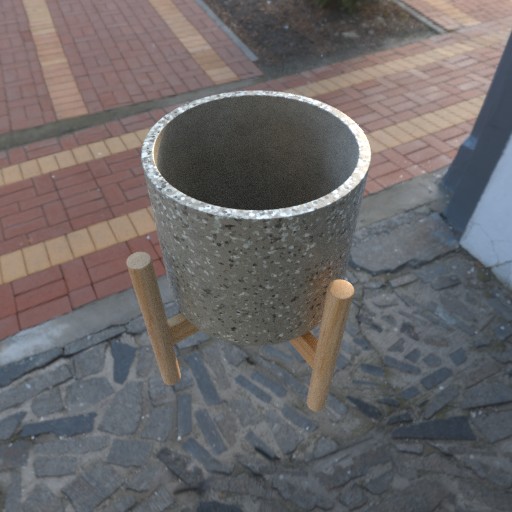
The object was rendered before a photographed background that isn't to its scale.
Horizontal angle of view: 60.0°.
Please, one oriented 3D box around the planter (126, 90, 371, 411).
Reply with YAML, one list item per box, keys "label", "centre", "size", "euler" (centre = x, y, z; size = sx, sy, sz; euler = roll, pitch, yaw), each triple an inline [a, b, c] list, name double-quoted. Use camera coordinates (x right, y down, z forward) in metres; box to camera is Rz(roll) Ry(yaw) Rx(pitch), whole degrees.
- label: "planter"
  centre: [0.000, 0.000, 0.550]
  size: [0.284, 0.320, 0.284]
  euler: [-9, 47, -8]
